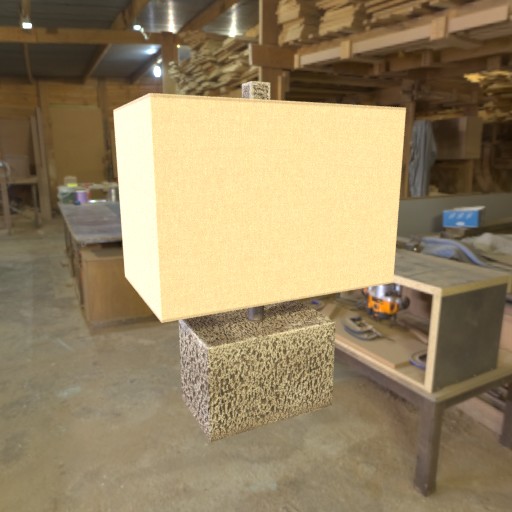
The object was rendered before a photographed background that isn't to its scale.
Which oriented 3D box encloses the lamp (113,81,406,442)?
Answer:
[{"bbox_3d":[0.000,0.000,0.561,0.294,0.411,0.180,-7,15,-26],"label":"lamp"}]
